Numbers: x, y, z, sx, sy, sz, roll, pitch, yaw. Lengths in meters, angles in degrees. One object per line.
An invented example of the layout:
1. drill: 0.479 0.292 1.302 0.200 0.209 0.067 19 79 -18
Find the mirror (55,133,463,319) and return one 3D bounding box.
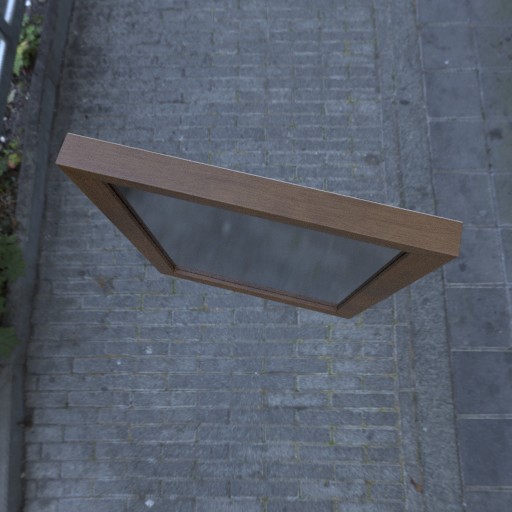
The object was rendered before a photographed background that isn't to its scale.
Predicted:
1. mirror: 0.000 0.000 0.682 0.405 0.508 0.041 13 76 3
